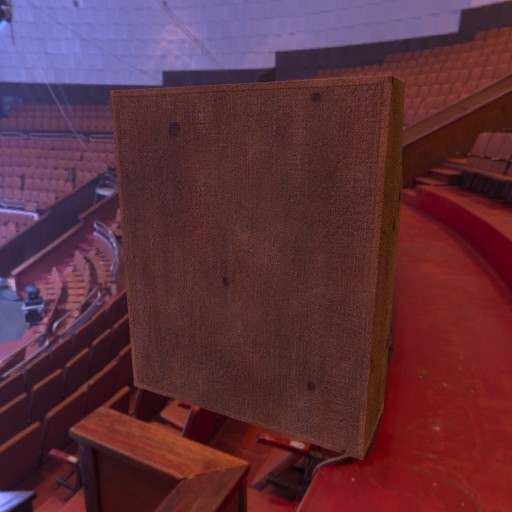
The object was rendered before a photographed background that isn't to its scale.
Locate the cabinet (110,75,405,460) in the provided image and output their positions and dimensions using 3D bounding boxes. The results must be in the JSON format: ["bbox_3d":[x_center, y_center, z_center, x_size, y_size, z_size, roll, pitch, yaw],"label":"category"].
[{"bbox_3d":[0.000,0.000,0.836,0.489,0.590,0.184,8,17,26],"label":"cabinet"}]
